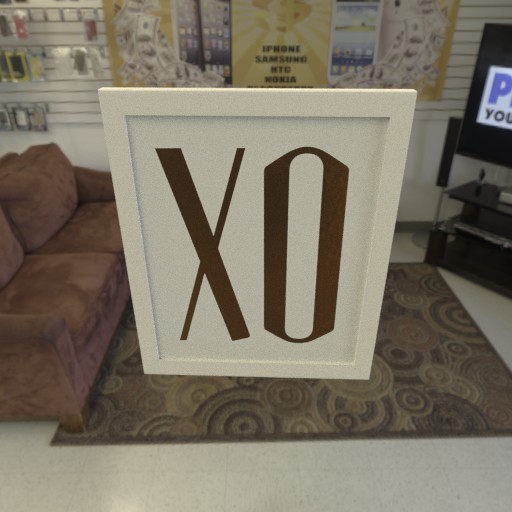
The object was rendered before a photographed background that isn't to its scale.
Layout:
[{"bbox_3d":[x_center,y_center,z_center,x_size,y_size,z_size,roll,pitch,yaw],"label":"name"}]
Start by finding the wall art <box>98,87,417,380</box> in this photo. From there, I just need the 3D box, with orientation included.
[{"bbox_3d":[0.000,0.000,0.753,0.444,0.536,0.020,1,29,2],"label":"wall art"}]
